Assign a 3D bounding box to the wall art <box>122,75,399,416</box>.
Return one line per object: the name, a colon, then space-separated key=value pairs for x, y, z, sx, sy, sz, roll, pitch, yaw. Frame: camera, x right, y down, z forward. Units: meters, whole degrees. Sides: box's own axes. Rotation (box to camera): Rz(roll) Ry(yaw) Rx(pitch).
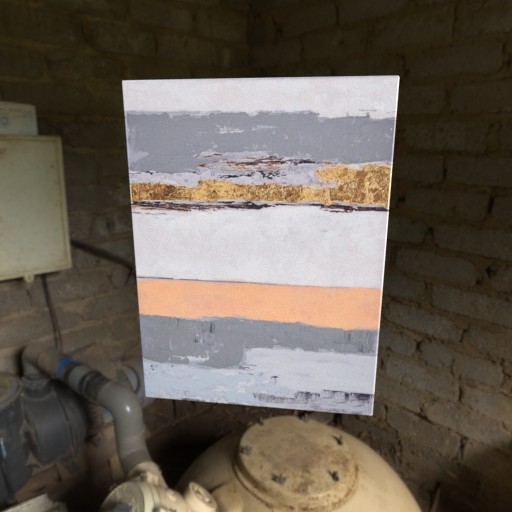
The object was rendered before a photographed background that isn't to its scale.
wall art: x=0.000 y=0.000 z=0.817 sx=0.456 sy=0.609 sz=0.038 roll=2 pitch=15 yaw=8
